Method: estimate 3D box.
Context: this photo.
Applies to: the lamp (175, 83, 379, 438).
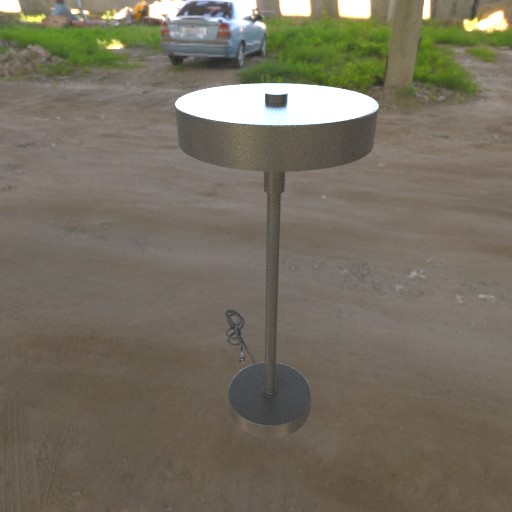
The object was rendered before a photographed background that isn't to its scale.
[{"bbox_3d":[0.000,0.000,0.688,0.229,0.508,0.369,-10,32,-16],"label":"lamp"}]
